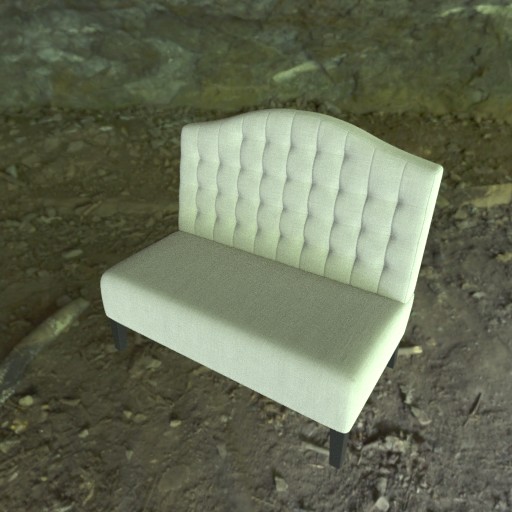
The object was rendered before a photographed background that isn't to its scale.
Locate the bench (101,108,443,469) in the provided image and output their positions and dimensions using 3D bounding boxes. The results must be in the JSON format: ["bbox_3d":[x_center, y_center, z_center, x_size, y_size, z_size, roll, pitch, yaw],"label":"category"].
[{"bbox_3d":[0.000,0.000,2.052,1.335,1.180,0.815,18,35,28],"label":"bench"}]
